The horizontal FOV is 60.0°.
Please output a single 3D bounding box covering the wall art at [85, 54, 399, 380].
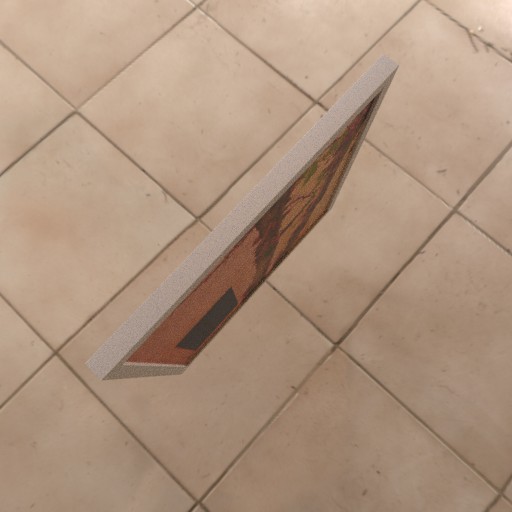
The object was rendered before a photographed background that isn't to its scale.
[{"bbox_3d":[0.000,0.000,1.131,0.038,0.762,0.762,41,79,9],"label":"wall art"}]
